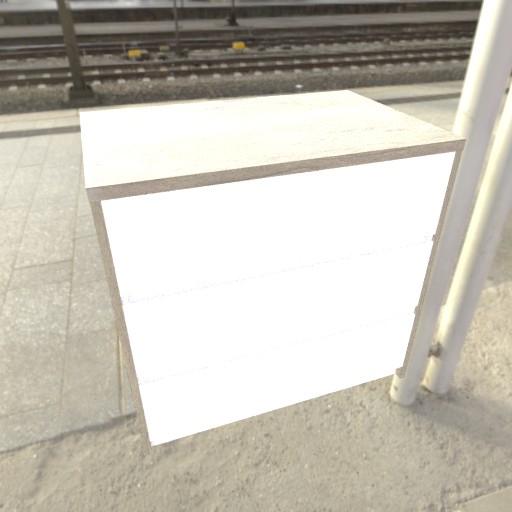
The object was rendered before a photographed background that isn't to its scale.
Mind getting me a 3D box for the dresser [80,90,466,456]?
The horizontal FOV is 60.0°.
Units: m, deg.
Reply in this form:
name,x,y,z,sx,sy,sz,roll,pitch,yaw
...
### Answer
name,x,y,z,sx,sy,sz,roll,pitch,yaw
dresser,0.000,0.000,1.289,0.809,0.762,0.529,-11,34,-17
